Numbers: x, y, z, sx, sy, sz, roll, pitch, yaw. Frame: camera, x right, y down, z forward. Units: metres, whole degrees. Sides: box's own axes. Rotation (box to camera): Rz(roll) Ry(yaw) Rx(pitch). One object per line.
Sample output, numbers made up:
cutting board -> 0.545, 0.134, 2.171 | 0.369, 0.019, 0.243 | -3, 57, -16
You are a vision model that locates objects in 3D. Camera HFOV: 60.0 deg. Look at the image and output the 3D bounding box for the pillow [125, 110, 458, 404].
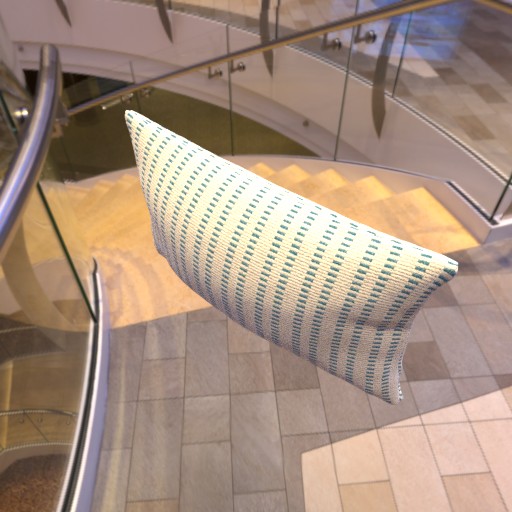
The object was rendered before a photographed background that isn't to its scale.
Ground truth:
pillow -> 0.000, 0.000, 0.796 | 0.640, 0.353, 0.210 | 30, 52, 27
